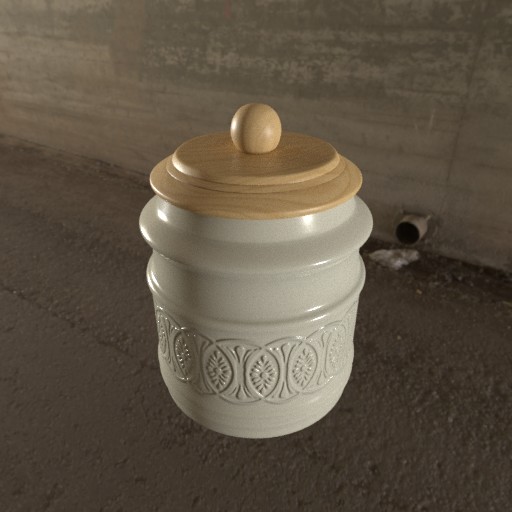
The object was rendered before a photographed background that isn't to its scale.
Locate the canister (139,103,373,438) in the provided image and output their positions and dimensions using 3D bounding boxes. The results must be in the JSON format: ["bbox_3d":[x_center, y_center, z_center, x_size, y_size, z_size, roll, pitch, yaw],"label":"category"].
[{"bbox_3d":[0.000,0.000,0.267,0.130,0.176,0.130,0,30,0],"label":"canister"}]
